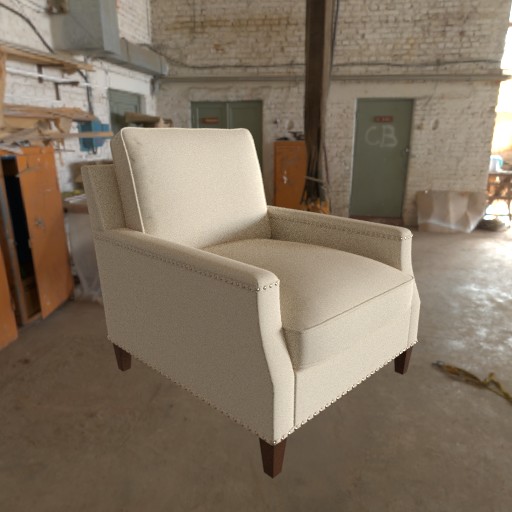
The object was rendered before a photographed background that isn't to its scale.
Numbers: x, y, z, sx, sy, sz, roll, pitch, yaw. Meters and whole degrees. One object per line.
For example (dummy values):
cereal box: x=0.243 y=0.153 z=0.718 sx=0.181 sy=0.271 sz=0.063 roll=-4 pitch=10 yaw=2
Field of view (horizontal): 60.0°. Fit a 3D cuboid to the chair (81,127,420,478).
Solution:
chair: x=0.000 y=0.000 z=1.684 sx=1.014 sy=0.943 sz=0.853 roll=15 pitch=21 yaw=42
